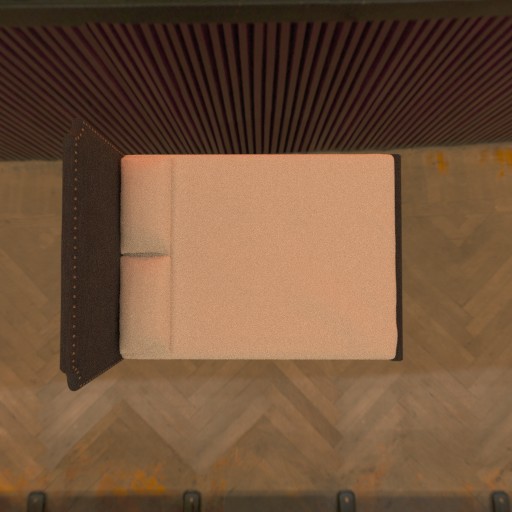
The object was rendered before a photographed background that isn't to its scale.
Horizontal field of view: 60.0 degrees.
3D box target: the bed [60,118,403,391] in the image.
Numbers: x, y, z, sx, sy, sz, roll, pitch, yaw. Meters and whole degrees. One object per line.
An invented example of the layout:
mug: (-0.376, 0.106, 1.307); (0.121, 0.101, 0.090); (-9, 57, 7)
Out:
bed: (0.000, 0.000, 3.349); (2.372, 1.443, 1.713); (0, 88, 1)
